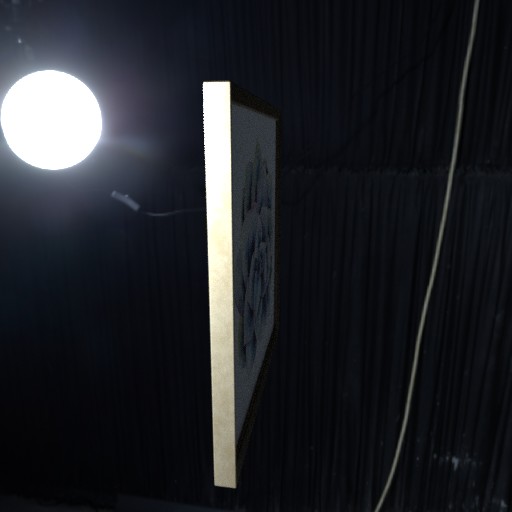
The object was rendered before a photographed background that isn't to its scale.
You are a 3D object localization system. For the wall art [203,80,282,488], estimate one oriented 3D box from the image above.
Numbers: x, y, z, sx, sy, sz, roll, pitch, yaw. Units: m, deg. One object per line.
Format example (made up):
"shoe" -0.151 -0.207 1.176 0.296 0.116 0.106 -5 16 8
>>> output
"wall art" 0.000 0.000 0.765 0.030 0.506 0.503 2 15 9
